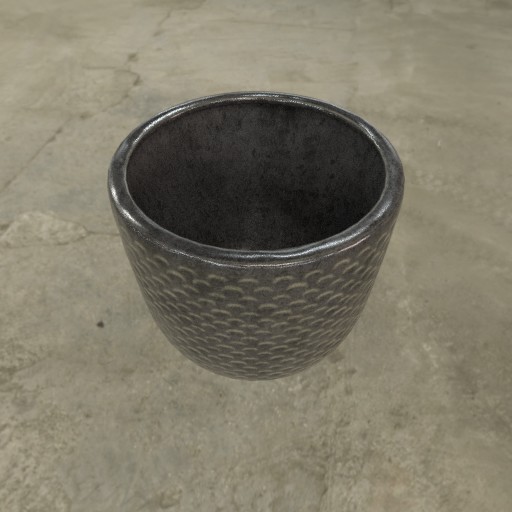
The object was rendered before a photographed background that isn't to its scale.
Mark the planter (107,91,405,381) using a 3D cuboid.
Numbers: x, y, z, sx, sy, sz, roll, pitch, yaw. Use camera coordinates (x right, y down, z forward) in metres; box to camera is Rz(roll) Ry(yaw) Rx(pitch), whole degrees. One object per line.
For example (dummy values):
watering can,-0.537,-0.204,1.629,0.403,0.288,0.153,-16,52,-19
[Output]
planter,0.000,0.000,0.364,0.197,0.191,0.197,0,46,0
